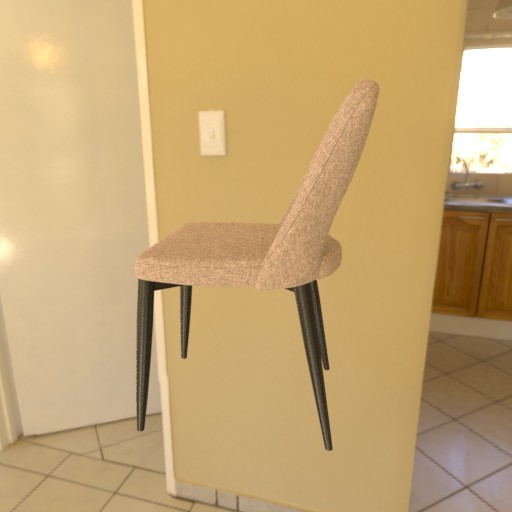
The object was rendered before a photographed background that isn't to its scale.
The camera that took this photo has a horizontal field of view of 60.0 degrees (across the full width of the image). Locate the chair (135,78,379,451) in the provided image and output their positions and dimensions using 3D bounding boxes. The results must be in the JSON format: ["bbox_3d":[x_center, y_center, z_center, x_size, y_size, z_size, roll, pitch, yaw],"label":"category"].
[{"bbox_3d":[0.000,0.000,1.275,0.612,0.931,0.470,2,16,8],"label":"chair"}]
